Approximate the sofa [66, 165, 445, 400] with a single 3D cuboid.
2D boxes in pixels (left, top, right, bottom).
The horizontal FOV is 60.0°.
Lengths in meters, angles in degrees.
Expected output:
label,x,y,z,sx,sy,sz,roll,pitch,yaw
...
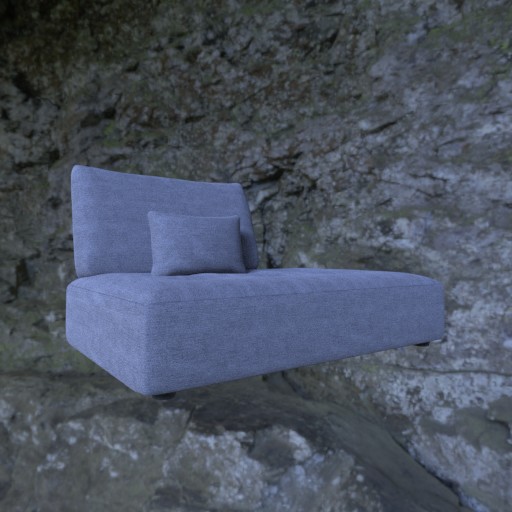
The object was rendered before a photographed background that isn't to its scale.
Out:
label,x,y,z,sx,sy,sz,roll,pitch,yaw
sofa,0.000,0.000,2.010,1.450,0.820,1.002,0,1,-35
